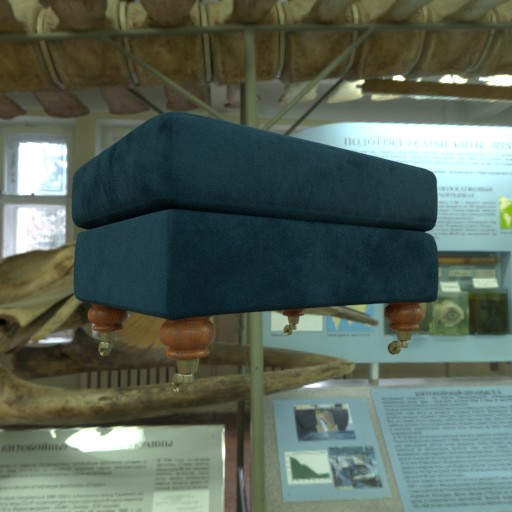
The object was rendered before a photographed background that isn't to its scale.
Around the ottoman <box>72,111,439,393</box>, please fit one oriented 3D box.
[{"bbox_3d":[0.000,0.000,1.110,0.773,0.503,0.572,1,-2,-36],"label":"ottoman"}]
